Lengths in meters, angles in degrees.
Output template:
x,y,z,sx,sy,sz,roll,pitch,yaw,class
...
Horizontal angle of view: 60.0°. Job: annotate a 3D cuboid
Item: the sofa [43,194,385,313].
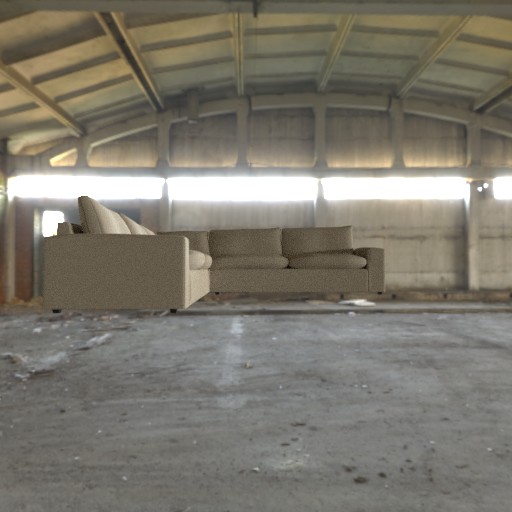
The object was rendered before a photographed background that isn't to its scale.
x,y,z,sx,sy,sz,roll,pitch,yaw,class
0.000,0.000,4.823,3.206,0.918,3.066,0,-1,-1,sofa
